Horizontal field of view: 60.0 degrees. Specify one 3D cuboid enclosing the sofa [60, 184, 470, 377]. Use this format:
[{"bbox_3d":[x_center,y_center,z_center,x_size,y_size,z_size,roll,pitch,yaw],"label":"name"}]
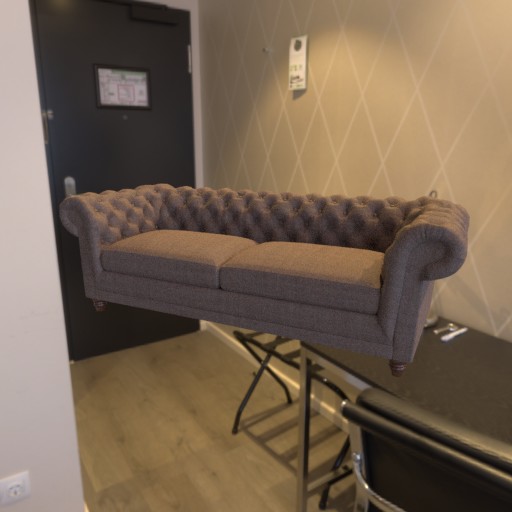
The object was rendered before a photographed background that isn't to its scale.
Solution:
[{"bbox_3d":[0.000,0.000,2.787,2.385,0.787,0.944,7,16,26],"label":"sofa"}]
